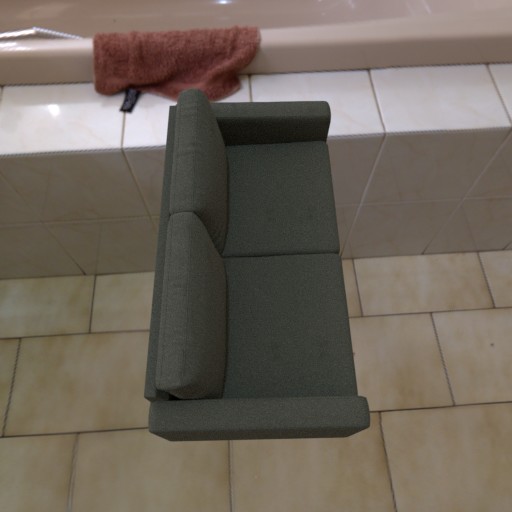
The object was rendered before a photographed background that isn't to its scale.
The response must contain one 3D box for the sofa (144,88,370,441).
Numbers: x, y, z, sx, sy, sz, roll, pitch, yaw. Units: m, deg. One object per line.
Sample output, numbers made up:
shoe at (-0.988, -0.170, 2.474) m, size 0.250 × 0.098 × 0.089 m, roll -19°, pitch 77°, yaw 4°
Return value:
sofa at (0.000, 0.000, 2.295) m, size 0.889 × 0.897 × 1.730 m, roll -1°, pitch 64°, yaw -1°
